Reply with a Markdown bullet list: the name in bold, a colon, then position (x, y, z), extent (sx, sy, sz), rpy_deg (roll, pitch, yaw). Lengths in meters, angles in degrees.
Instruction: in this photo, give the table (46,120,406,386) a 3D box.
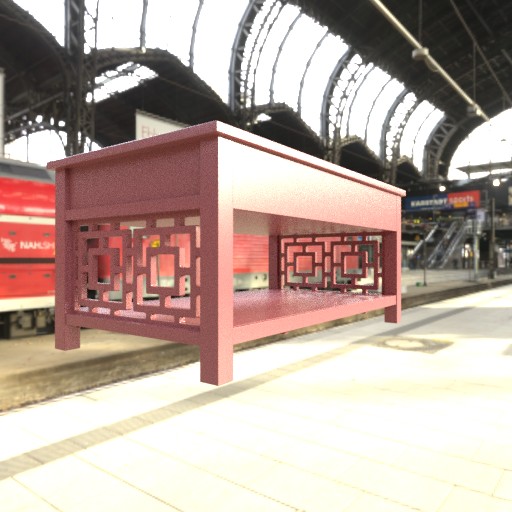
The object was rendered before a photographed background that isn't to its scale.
- **table**: position (0.000, 0.000, 1.422), extent (0.612, 0.493, 1.068), rpy_deg (0, 0, 37)
